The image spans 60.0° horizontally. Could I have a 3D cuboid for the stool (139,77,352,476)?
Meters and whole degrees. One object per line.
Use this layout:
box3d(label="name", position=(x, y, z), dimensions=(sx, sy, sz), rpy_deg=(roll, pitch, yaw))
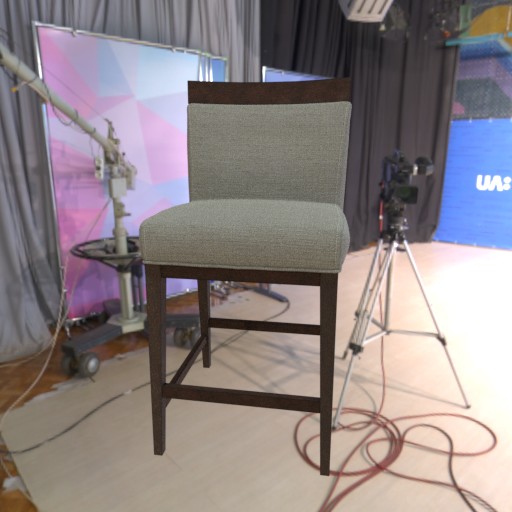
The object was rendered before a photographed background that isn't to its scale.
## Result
box3d(label="stool", position=(0.000, 0.000, 1.288), dimensions=(0.512, 1.009, 0.531), rpy_deg=(3, 15, 9))
